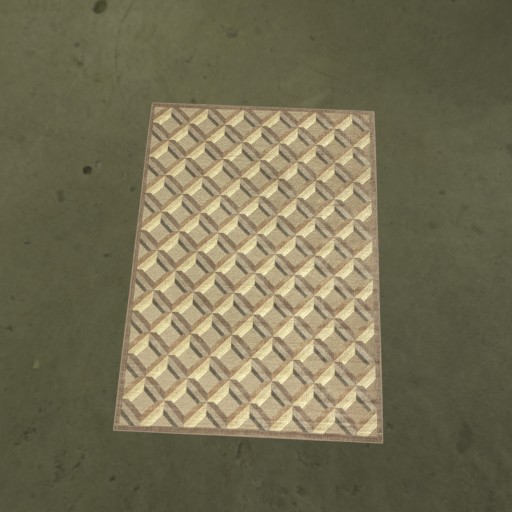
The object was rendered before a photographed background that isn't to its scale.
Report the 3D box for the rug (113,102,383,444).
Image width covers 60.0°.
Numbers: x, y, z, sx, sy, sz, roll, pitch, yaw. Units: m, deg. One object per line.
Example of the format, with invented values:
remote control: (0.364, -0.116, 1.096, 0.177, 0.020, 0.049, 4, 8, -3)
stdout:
rug: (0.000, 0.000, 4.307, 2.382, 0.018, 3.294, 2, 75, 1)
